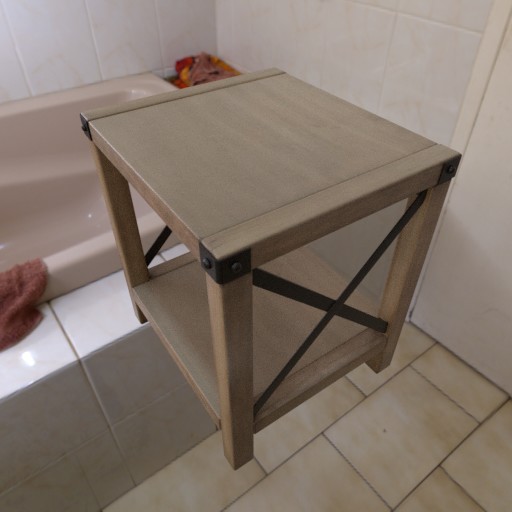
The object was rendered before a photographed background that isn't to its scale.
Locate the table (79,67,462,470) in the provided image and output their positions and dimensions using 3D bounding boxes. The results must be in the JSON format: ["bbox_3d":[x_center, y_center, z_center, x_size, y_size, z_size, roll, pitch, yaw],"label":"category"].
[{"bbox_3d":[0.000,0.000,0.932,0.459,0.561,0.510,-24,46,-25],"label":"table"}]
